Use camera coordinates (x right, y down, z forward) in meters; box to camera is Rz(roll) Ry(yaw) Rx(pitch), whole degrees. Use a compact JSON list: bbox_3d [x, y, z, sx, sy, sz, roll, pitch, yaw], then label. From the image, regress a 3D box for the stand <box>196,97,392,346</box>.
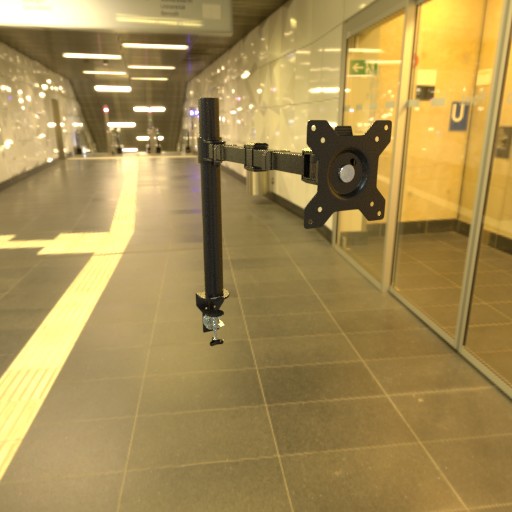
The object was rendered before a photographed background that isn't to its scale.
[{"bbox_3d":[0.000,0.000,0.734,0.115,0.510,0.456,-8,19,-26],"label":"stand"}]
